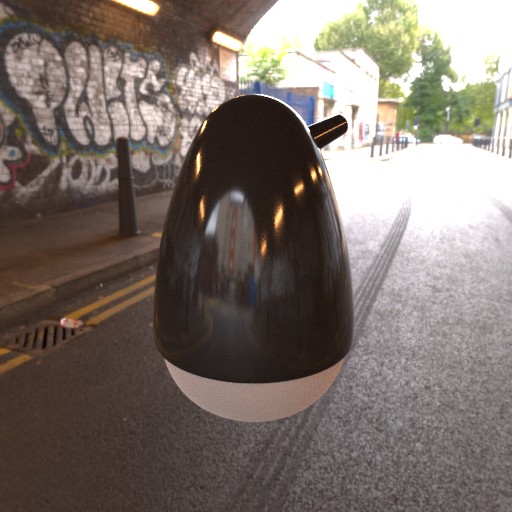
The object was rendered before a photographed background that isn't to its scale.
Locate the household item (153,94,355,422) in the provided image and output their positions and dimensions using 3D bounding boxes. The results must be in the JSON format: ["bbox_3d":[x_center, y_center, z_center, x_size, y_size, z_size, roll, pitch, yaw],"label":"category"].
[{"bbox_3d":[0.000,0.000,0.221,0.104,0.152,0.102,-8,17,-27],"label":"household item"}]
